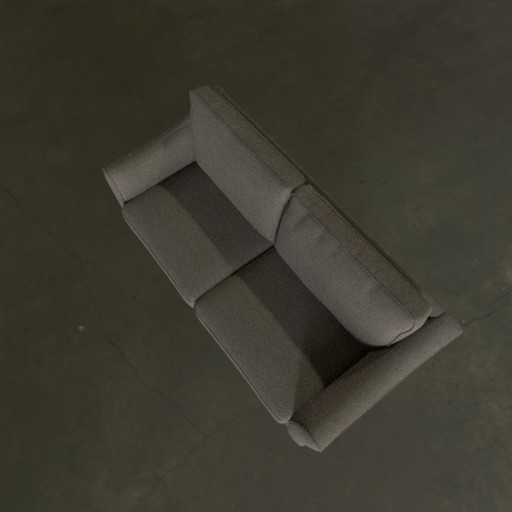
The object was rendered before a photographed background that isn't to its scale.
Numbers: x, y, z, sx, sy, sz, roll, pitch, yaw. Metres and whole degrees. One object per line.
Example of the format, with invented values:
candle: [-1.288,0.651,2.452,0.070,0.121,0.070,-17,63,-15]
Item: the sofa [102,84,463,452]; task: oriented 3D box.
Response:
sofa: [0.000,0.000,2.771,1.013,0.976,2.203,-35,69,-16]
